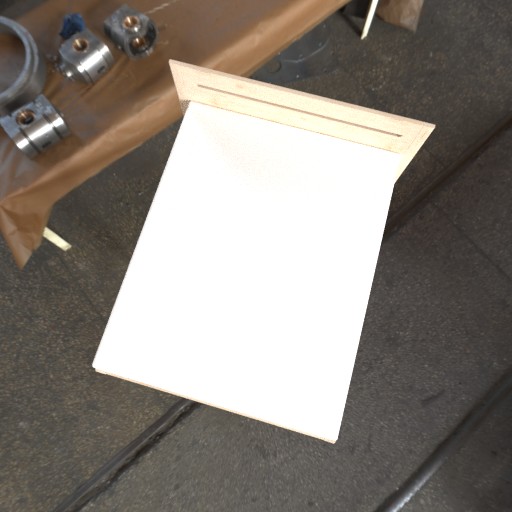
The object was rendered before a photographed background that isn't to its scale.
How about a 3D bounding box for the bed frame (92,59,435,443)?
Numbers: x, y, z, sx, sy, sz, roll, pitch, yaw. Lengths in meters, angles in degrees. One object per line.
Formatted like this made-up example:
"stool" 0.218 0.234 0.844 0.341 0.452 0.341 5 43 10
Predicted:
"bed frame" 0.000 0.000 3.084 1.800 0.900 2.080 15 76 4
